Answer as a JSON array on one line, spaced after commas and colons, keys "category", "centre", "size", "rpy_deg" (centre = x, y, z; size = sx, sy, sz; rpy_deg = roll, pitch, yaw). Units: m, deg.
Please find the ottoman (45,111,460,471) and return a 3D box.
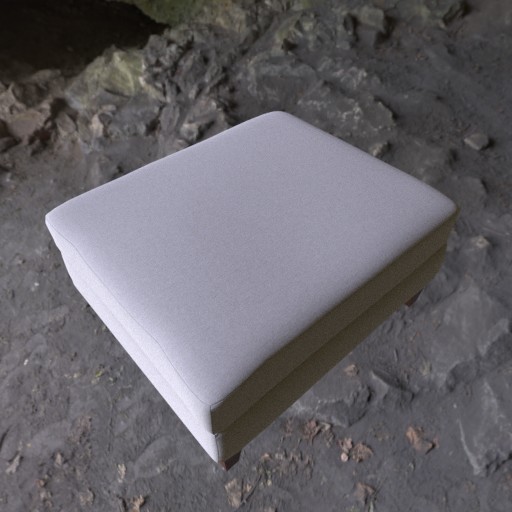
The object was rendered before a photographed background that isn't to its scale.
[{"category": "ottoman", "centre": [0.000, 0.000, 1.444], "size": [0.976, 0.492, 0.836], "rpy_deg": [-32, 54, -28]}]
